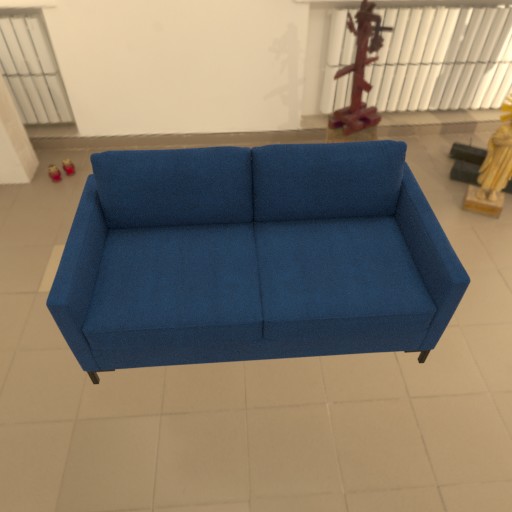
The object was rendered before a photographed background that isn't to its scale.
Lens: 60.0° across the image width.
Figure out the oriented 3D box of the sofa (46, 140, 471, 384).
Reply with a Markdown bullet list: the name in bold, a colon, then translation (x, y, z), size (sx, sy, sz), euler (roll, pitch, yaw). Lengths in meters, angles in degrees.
- **sofa**: translation (0.000, 0.000, 2.136), size (1.676, 0.817, 0.875), euler (-3, 46, -3)
